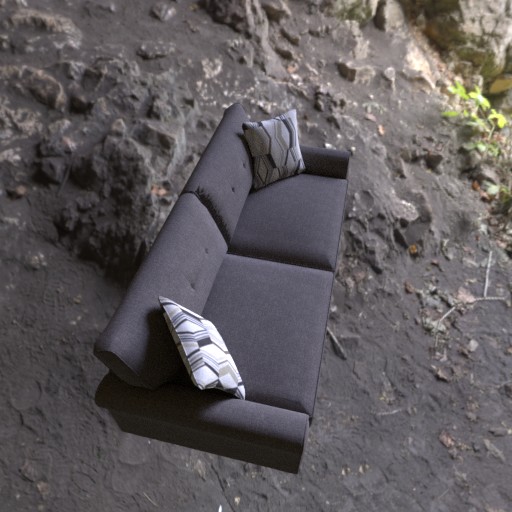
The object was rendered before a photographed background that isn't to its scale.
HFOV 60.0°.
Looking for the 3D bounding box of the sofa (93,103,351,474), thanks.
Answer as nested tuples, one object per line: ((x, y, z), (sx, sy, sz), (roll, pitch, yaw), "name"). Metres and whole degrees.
((0.000, 0.000, 2.467), (0.889, 0.813, 2.032), (10, 48, 9), "sofa")
